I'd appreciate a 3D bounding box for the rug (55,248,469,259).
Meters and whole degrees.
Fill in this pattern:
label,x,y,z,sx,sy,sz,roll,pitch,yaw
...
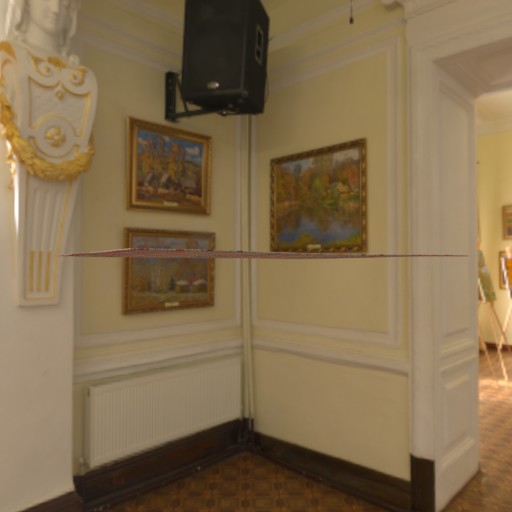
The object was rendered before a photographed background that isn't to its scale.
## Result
label,x,y,z,sx,sy,sz,roll,pitch,yaw
rug,0.000,0.000,4.024,3.029,0.022,2.263,1,-1,-33
